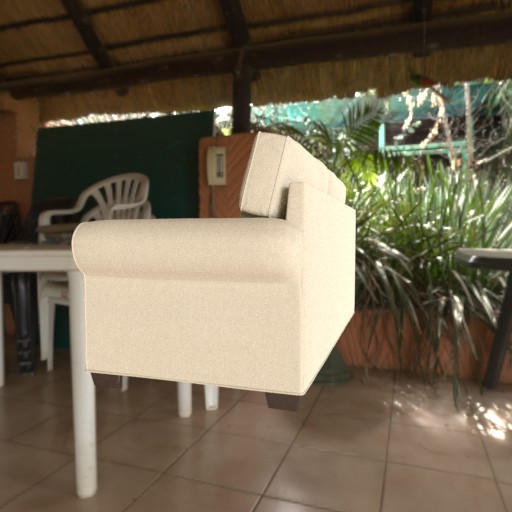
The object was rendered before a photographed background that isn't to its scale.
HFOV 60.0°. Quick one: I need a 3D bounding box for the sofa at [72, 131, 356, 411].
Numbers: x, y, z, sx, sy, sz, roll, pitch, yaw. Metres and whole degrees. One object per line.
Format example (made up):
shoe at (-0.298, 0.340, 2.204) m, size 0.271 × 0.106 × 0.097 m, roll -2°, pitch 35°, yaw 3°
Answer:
sofa at (0.000, 0.000, 2.304) m, size 0.861 × 0.933 × 1.774 m, roll 1°, pitch 3°, yaw 18°
